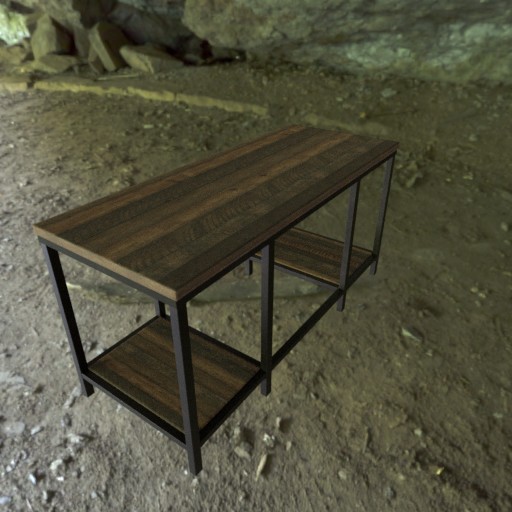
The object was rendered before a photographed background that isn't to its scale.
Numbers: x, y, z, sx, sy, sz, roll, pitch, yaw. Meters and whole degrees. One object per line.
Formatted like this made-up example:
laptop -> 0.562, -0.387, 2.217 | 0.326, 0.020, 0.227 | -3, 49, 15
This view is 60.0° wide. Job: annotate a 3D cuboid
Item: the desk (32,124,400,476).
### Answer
desk -> 0.000, 0.000, 1.958 | 0.617, 0.753, 1.538 | 20, 36, 30
